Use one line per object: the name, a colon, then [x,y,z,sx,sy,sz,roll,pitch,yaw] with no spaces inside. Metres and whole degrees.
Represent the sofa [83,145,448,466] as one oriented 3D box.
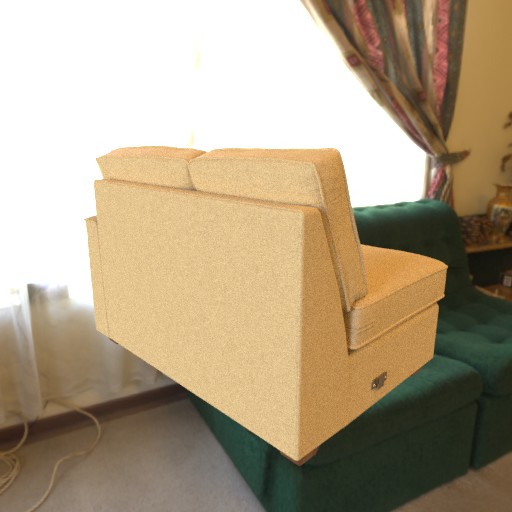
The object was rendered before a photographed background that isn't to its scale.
sofa: [0.000,0.000,2.018,0.991,0.989,1.388,-14,21,-43]
